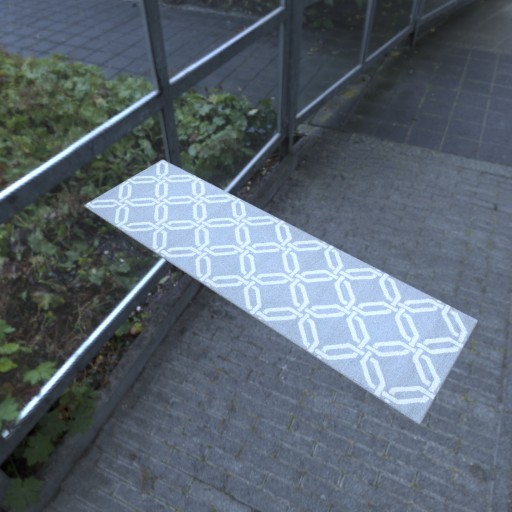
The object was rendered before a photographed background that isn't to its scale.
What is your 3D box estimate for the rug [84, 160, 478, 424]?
[{"bbox_3d":[0.000,0.000,2.508,2.276,0.014,0.678,30,52,26],"label":"rug"}]
